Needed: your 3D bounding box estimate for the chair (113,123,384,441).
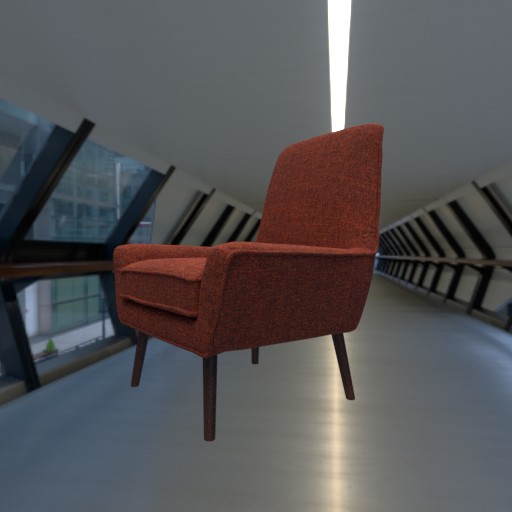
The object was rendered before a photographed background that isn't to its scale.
[{"bbox_3d":[0.000,0.000,1.519,0.784,0.911,0.803,-1,1,-35],"label":"chair"}]
